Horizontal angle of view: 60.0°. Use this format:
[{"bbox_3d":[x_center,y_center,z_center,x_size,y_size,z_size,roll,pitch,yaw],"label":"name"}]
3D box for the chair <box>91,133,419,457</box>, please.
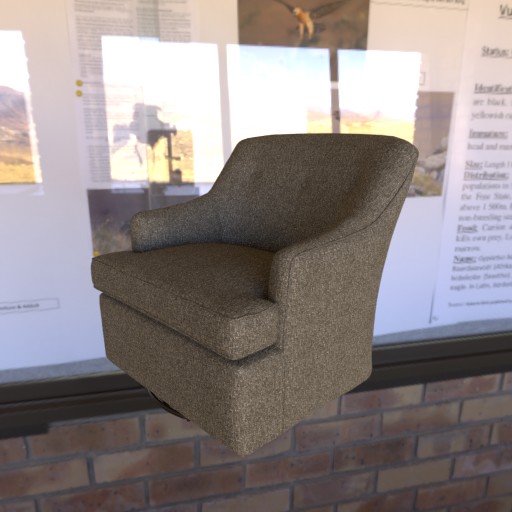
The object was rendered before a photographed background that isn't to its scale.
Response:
[{"bbox_3d":[0.000,0.000,1.604,0.923,0.856,0.864,-15,22,-43],"label":"chair"}]
